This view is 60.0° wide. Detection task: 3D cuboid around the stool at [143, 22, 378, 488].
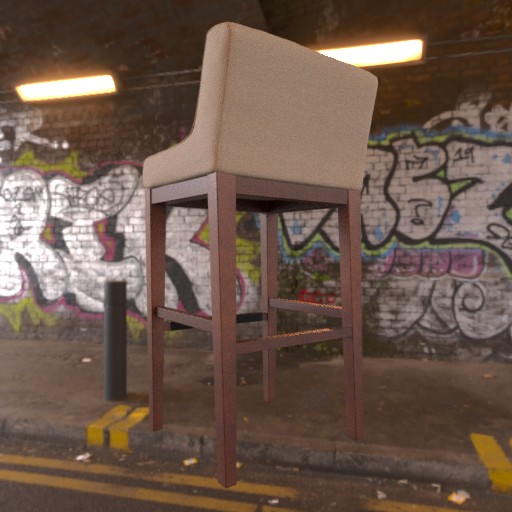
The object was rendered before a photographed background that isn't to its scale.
[{"bbox_3d":[0.000,0.000,1.280,0.511,1.037,0.500,0,0,-36],"label":"stool"}]
